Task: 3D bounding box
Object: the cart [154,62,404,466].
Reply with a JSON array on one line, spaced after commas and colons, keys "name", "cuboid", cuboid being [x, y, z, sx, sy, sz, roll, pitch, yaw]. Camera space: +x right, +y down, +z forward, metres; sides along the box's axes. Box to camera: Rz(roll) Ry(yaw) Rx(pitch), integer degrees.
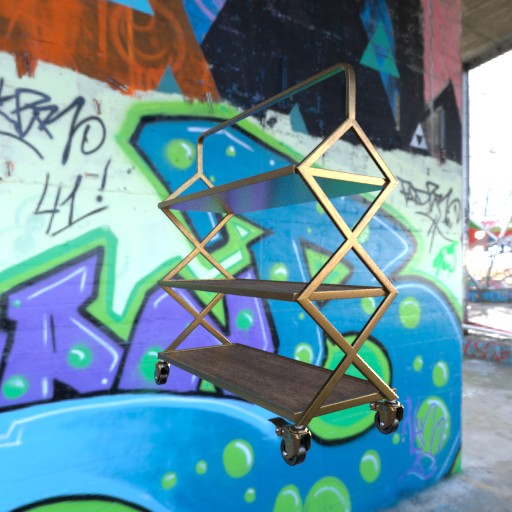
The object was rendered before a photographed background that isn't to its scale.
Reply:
[{"name": "cart", "cuboid": [0.000, 0.000, 1.198, 0.313, 0.805, 0.723, 0, -1, -34]}]
